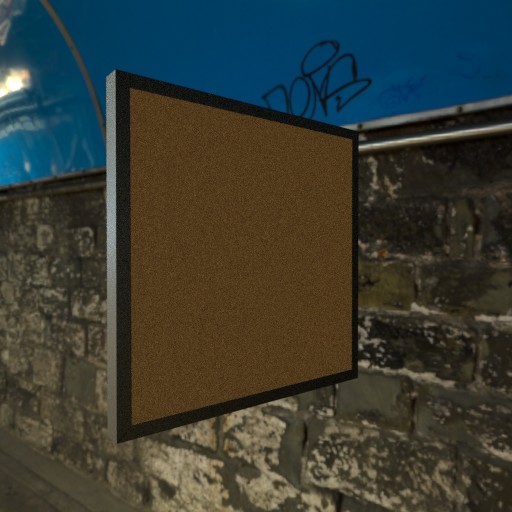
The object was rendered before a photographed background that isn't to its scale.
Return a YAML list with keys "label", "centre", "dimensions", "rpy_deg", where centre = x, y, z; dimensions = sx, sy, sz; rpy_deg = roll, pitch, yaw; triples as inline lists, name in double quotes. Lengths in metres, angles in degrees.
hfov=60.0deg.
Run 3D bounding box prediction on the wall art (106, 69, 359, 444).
- label: "wall art"
  centre: [0.000, 0.000, 0.769]
  dimensions: [0.508, 0.508, 0.036]
  rpy_deg: [-1, 1, -38]
